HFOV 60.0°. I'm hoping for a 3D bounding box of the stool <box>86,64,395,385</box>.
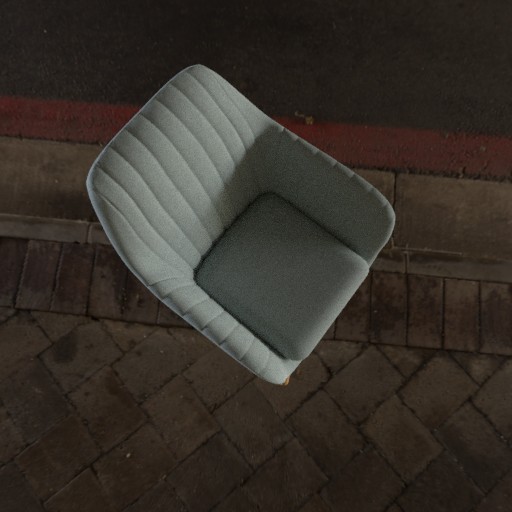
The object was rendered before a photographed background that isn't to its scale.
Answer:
[{"bbox_3d":[0.000,0.000,1.209,0.590,0.830,0.503,37,78,9],"label":"stool"}]
